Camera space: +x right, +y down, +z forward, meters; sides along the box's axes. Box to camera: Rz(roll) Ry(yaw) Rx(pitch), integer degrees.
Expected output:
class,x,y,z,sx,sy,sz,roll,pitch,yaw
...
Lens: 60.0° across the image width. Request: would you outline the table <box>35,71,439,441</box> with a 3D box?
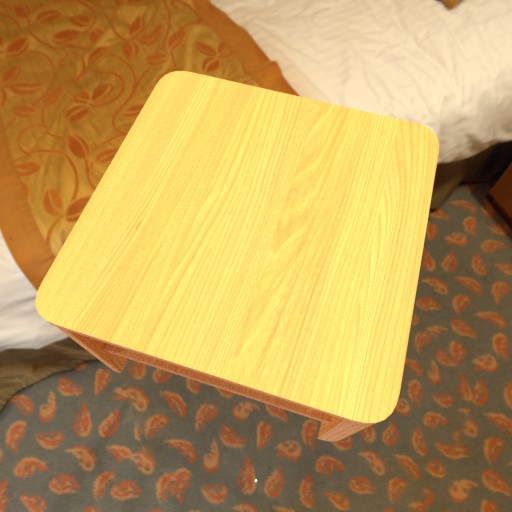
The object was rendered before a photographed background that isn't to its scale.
class,x,y,z,sx,sy,sz,roll,pitch,yaw
table,0.000,0.000,1.206,0.750,0.450,0.750,16,64,8
